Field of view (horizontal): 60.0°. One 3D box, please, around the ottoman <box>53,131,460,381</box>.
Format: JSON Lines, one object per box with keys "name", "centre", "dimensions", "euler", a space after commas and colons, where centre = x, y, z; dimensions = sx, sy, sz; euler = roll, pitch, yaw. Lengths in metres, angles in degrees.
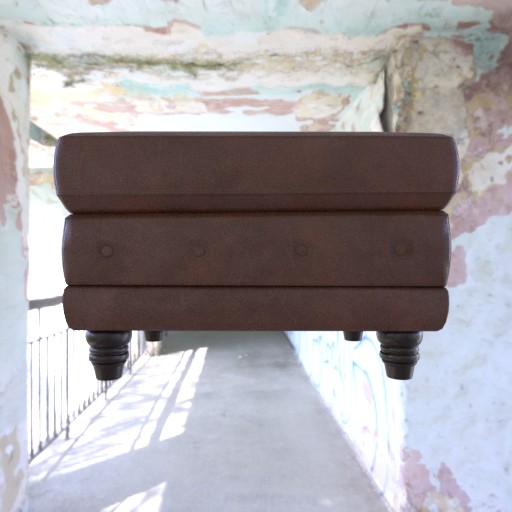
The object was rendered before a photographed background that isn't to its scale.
{"name": "ottoman", "centre": [0.000, 0.000, 1.137], "dimensions": [0.795, 0.509, 0.588], "euler": [0, 0, -1]}
